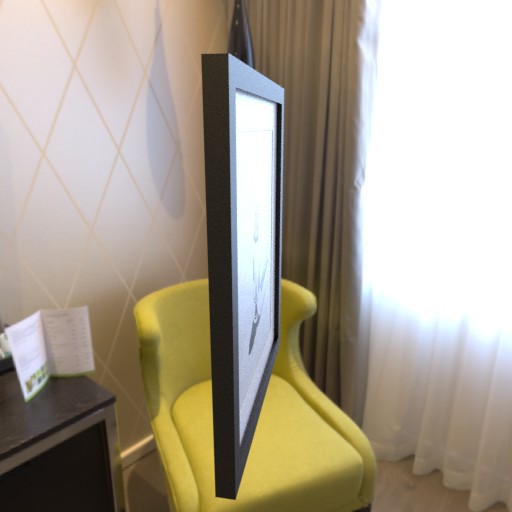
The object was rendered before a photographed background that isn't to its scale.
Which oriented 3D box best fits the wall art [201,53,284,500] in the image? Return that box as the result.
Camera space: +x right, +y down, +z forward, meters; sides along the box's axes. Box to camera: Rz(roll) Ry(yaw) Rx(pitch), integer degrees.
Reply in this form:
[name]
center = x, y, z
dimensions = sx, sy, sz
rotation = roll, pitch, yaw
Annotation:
[wall art]
center = 0.000, 0.000, 0.742
dimensions = 0.029, 0.559, 0.457
rotation = 3, 17, 10
